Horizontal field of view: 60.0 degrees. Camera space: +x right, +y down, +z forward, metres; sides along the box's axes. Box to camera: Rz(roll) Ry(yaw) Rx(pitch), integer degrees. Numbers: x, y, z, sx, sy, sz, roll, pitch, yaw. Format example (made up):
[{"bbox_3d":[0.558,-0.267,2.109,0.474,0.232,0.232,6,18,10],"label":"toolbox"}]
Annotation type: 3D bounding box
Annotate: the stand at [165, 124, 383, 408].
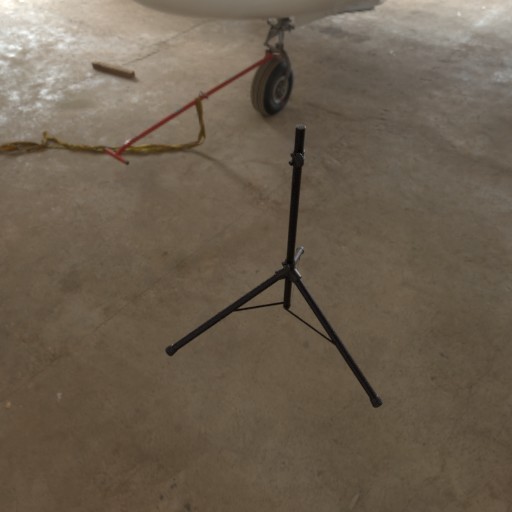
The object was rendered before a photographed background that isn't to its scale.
[{"bbox_3d":[0.000,0.000,1.846,0.907,1.136,1.045,-10,46,-10],"label":"stand"}]
